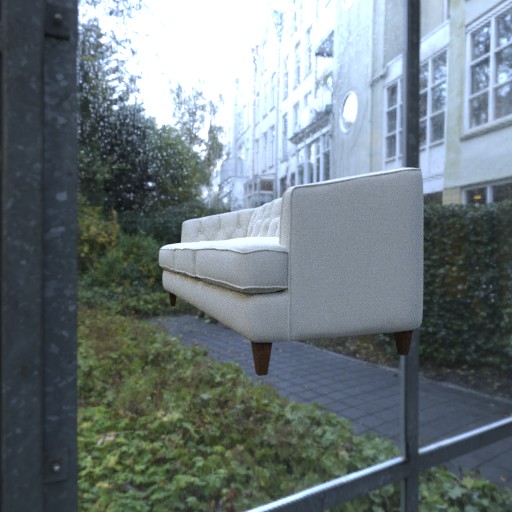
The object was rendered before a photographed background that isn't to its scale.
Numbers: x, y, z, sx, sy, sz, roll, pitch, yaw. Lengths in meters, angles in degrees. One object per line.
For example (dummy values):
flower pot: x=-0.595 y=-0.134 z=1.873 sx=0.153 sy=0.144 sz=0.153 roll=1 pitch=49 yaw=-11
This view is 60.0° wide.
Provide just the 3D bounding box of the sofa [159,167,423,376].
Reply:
sofa: x=0.000 y=0.000 z=2.770 sx=0.941 sy=0.855 sz=2.278 roll=0 pitch=1 yaw=-20
